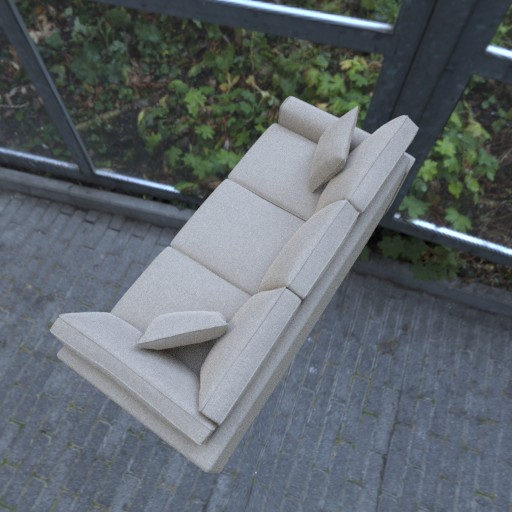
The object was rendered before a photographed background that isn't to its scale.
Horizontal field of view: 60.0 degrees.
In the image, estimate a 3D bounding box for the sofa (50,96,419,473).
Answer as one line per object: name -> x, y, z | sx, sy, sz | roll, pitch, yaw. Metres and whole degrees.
sofa -> 0.000, 0.000, 2.814 | 1.061, 0.962, 2.317 | 31, 68, 14
